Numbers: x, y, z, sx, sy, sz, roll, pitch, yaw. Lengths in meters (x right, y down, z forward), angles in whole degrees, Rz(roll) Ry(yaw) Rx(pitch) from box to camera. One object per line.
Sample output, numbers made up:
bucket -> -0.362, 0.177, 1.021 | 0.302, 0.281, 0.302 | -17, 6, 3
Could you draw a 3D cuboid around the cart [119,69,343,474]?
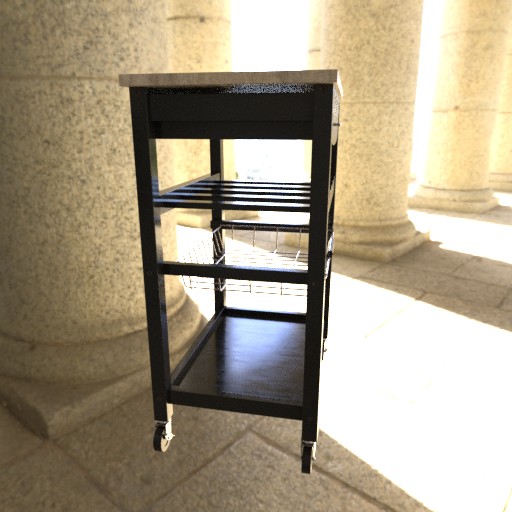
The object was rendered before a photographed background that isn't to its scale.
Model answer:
cart -> 0.000, 0.000, 1.162 | 0.403, 0.839, 0.584 | 3, 17, 11
